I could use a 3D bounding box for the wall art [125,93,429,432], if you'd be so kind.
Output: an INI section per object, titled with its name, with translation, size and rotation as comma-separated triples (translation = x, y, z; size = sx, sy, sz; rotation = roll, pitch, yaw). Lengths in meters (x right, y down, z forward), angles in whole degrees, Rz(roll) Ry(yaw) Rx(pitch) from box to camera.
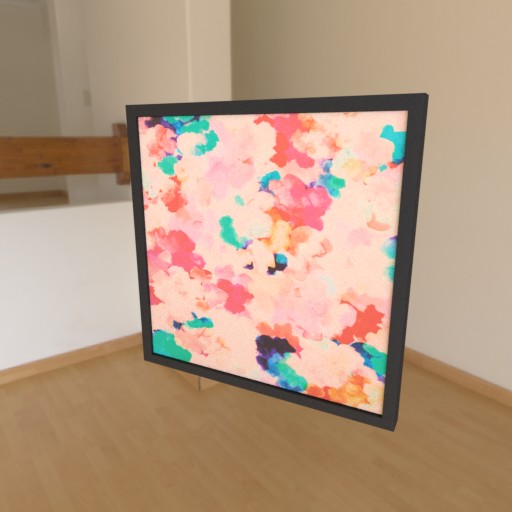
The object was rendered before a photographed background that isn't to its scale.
[wall art]
translation = 0.000, 0.000, 0.759
size = 0.506, 0.503, 0.036
rotation = 8, 17, 26
